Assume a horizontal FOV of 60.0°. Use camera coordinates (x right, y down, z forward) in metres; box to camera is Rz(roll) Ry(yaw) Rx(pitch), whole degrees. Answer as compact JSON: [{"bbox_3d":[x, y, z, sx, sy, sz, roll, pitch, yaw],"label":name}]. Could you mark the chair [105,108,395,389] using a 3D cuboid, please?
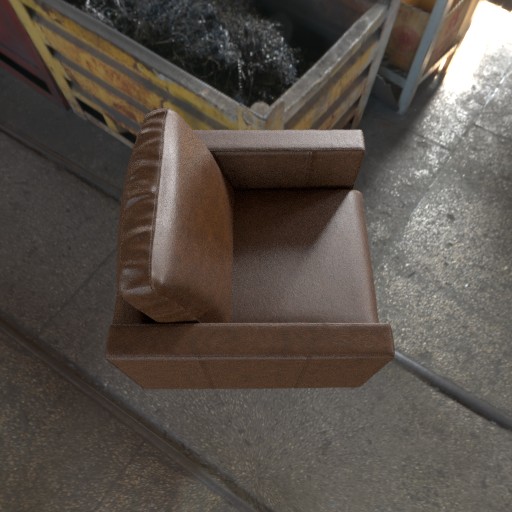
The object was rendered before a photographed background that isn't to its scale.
[{"bbox_3d":[0.000,0.000,1.703,0.909,0.956,0.890,0,64,0],"label":"chair"}]
